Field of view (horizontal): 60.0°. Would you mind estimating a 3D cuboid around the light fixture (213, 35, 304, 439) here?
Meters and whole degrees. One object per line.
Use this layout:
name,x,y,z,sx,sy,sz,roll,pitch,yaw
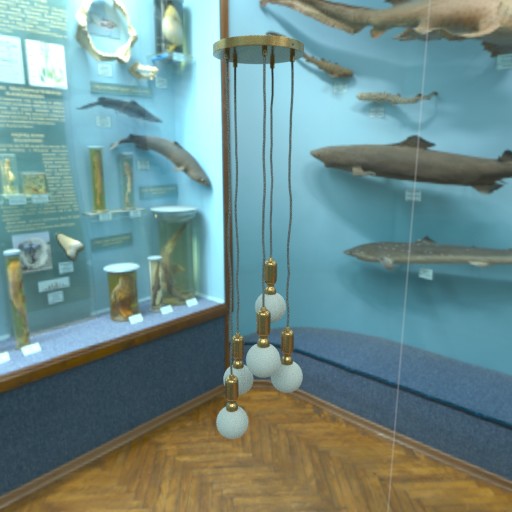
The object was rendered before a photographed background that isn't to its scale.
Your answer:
light fixture,0.000,0.000,0.524,0.105,0.457,0.108,13,18,43
